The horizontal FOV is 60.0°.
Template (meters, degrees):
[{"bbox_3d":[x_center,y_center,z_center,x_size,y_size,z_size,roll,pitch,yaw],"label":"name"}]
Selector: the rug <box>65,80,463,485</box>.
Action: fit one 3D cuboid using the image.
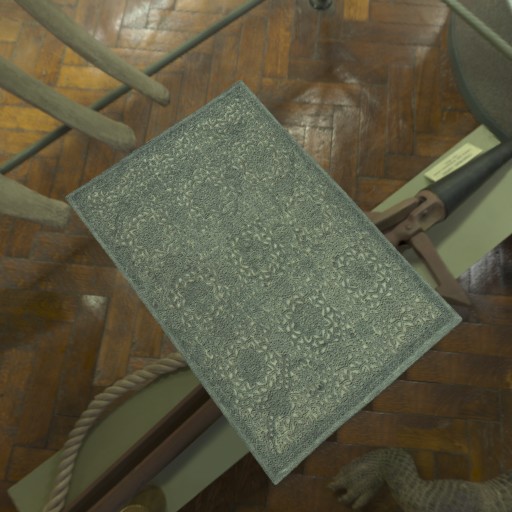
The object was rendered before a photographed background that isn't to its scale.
[{"bbox_3d":[0.000,0.000,2.332,1.224,0.016,1.830,-37,77,-10],"label":"rug"}]
